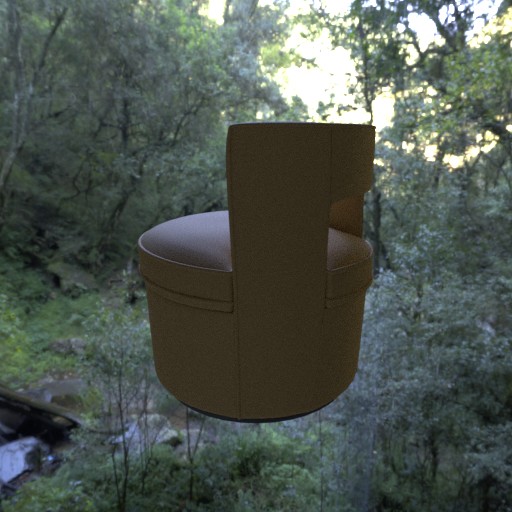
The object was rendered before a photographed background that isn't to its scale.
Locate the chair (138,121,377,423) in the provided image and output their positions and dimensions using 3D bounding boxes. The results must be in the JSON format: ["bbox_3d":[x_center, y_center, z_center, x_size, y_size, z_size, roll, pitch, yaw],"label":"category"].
[{"bbox_3d":[0.000,0.000,1.278,0.665,0.723,0.650,7,16,26],"label":"chair"}]
